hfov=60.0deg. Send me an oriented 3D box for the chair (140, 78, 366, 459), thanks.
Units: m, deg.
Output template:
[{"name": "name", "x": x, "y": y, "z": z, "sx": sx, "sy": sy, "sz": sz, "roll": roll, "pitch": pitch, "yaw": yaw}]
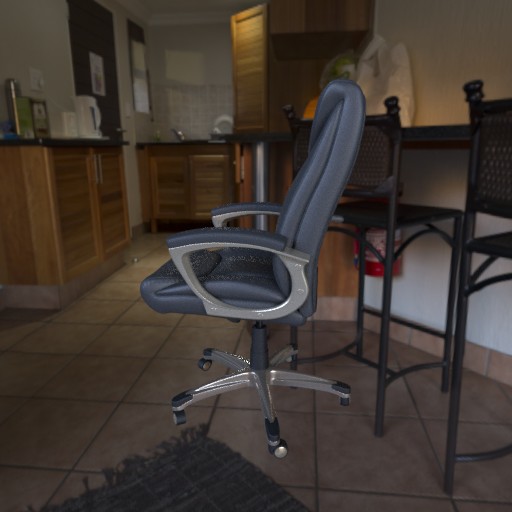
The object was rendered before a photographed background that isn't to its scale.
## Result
[{"name": "chair", "x": 0.000, "y": 0.000, "z": 1.644, "sx": 0.748, "sy": 1.188, "sz": 0.694, "roll": 2, "pitch": 15, "yaw": 8}]
